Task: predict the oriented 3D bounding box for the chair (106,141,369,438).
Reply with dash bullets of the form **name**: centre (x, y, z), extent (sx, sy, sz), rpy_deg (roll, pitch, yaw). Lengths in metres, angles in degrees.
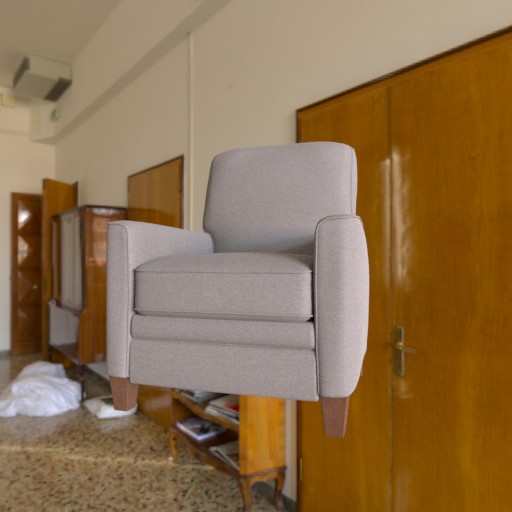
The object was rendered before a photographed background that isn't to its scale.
- **chair**: centre (0.000, 0.000, 1.716), extent (0.845, 1.023, 0.859), rpy_deg (0, 0, 18)
